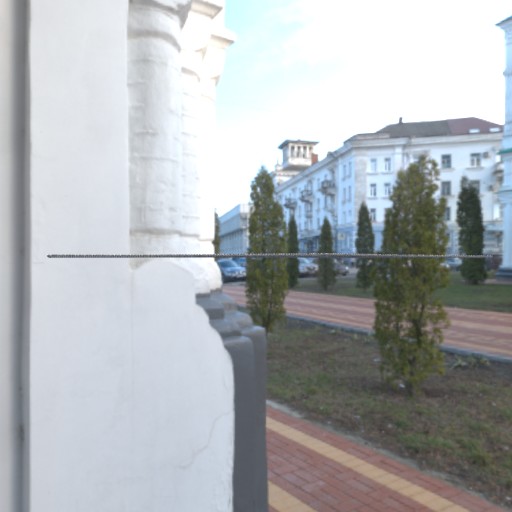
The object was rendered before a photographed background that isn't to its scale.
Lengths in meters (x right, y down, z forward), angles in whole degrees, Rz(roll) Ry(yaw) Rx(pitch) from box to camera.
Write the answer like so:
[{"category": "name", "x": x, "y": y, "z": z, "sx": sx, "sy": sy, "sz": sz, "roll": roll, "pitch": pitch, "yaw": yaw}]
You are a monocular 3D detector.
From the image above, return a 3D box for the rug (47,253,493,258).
[{"category": "rug", "x": 0.000, "y": 0.000, "z": 2.963, "sx": 2.349, "sy": 0.030, "sz": 1.624, "roll": 0, "pitch": 0, "yaw": -18}]
